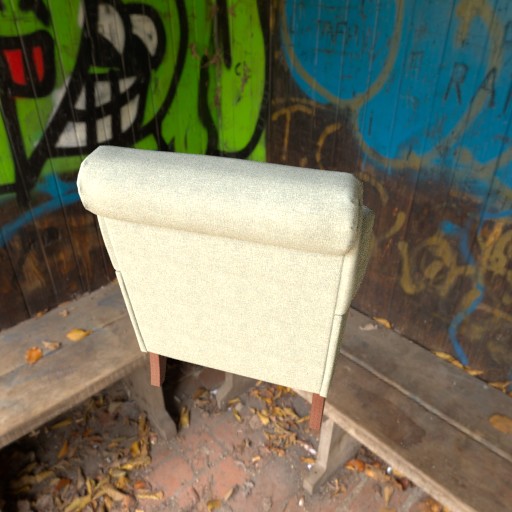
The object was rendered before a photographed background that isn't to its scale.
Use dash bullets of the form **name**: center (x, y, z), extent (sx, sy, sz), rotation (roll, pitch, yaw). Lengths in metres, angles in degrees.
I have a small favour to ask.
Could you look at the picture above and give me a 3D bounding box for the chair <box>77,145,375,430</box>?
- **chair**: center (0.000, 0.000, 2.003), extent (0.964, 1.178, 1.060), rotation (10, 33, 15)
